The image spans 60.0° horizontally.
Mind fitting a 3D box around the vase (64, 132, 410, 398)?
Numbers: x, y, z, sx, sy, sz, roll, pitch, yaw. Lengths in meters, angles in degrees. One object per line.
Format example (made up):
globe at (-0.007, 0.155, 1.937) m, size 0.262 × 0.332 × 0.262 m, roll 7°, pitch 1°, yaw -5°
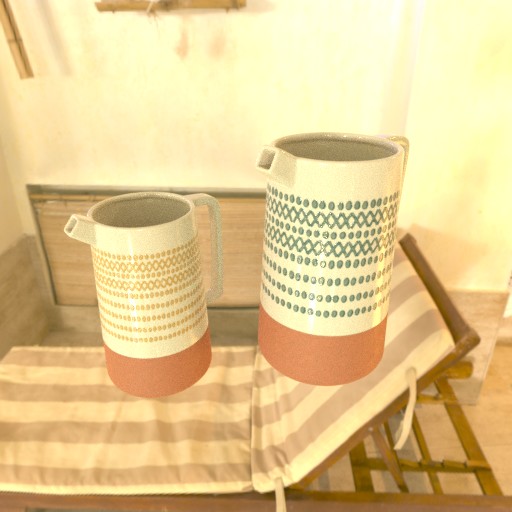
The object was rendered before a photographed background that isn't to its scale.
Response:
vase at (0.000, 0.000, 0.461) m, size 0.326 × 0.247 × 0.168 m, roll 1°, pitch 27°, yaw 1°
